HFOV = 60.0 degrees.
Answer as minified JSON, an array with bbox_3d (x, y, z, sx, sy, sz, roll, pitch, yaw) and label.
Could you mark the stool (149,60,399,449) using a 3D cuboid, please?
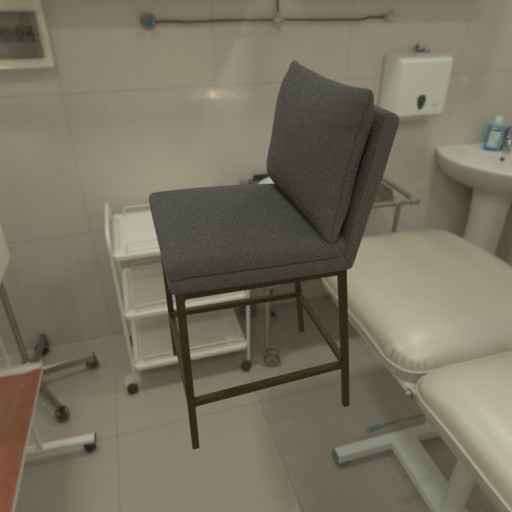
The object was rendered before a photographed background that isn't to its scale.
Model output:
[{"bbox_3d":[0.000,0.000,1.339,0.569,1.030,0.463,-9,32,-14],"label":"stool"}]
